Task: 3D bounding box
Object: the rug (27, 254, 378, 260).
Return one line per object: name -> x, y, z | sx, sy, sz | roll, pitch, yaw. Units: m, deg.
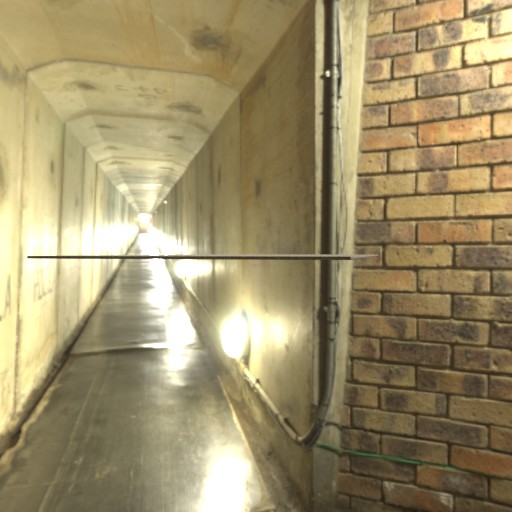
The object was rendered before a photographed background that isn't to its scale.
rug -> 0.000, 0.000, 3.042 | 1.524, 0.014, 2.438 | 0, 0, 18
